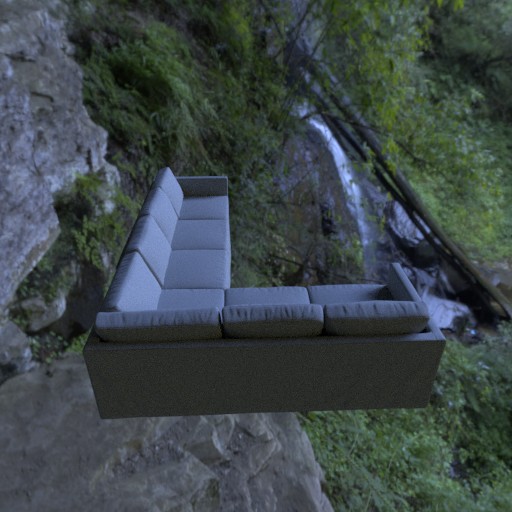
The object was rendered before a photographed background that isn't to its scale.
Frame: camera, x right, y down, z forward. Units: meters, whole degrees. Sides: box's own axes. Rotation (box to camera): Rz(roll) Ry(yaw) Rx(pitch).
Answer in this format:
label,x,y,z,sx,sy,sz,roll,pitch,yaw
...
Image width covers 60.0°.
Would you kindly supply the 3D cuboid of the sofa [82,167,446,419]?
label,x,y,z,sx,sy,sz,roll,pitch,yaw
sofa,0.000,0.000,4.396,2.432,0.871,3.182,-1,31,-2
